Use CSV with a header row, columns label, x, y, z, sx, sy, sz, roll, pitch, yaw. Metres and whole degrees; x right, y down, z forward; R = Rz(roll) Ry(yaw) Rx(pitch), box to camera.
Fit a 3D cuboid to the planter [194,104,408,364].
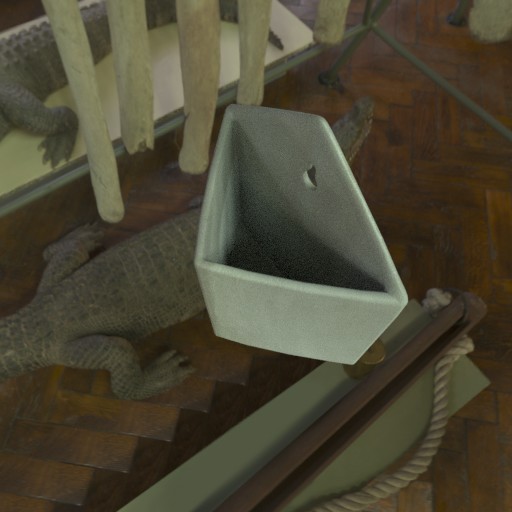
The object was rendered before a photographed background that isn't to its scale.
label,x,y,z,sx,sy,sz,roll,pitch,yaw
planter,0.000,0.000,0.277,0.080,0.194,0.163,-32,68,-15
